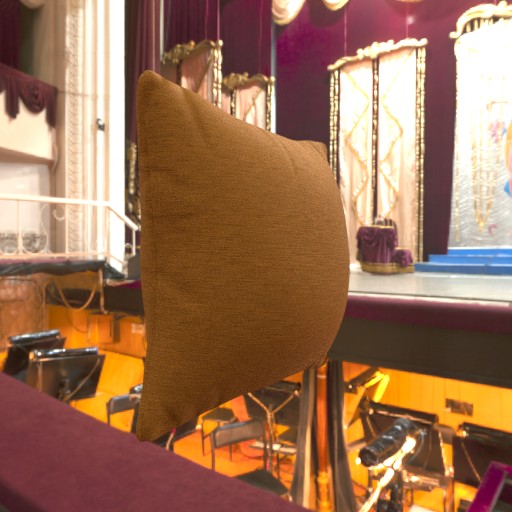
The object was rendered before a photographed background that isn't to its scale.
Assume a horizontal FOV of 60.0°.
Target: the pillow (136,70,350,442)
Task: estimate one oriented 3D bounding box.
[{"bbox_3d":[0.000,0.000,0.663,0.247,0.417,0.435,0,1,36],"label":"pillow"}]
